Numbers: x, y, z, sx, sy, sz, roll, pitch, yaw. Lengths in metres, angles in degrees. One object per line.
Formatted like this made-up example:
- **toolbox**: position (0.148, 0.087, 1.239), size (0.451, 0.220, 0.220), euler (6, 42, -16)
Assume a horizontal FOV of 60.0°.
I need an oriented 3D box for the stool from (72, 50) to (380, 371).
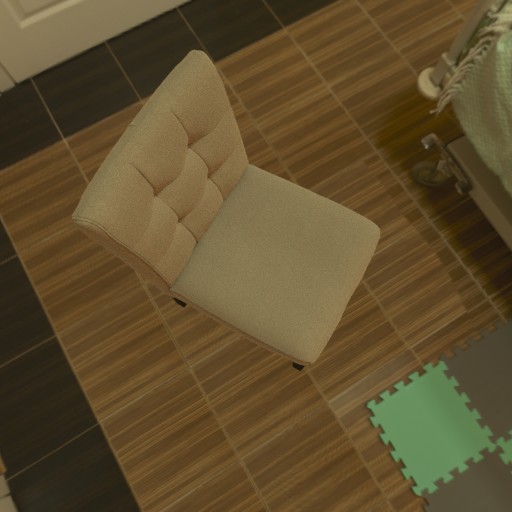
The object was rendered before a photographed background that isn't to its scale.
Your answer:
- **stool**: position (0.000, 0.000, 1.211), size (0.571, 0.885, 0.427), euler (29, 77, 8)
